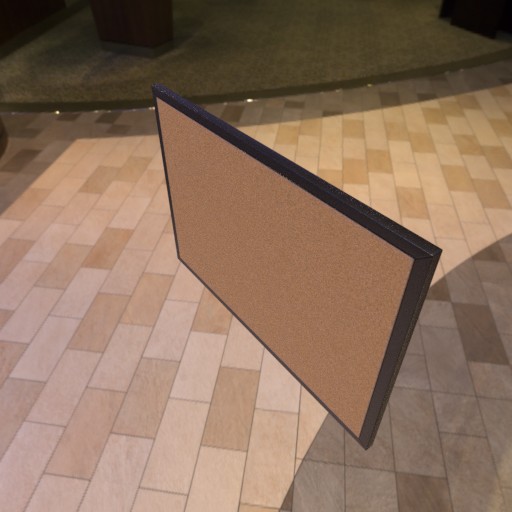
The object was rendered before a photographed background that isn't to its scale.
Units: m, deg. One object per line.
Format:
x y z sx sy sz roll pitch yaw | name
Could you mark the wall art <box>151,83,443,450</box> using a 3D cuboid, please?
0.000 0.000 0.561 0.013 0.306 0.440 -27 48 -28 | wall art
